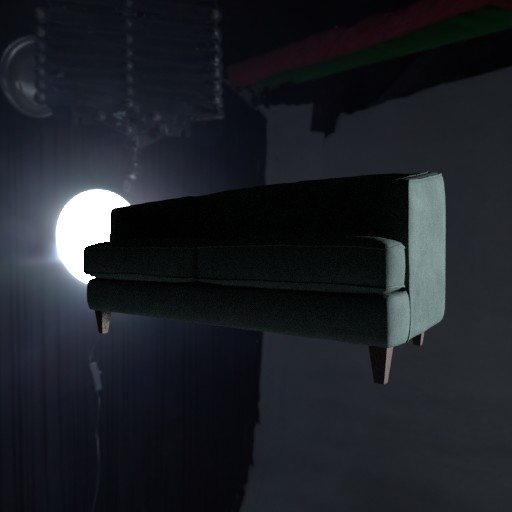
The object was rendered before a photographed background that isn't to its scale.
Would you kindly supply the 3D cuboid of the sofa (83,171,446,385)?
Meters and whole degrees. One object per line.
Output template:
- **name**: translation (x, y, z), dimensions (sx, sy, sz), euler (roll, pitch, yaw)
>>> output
- **sofa**: translation (0.000, 0.000, 2.266), dimensions (1.733, 0.855, 0.941), euler (0, 1, 36)
